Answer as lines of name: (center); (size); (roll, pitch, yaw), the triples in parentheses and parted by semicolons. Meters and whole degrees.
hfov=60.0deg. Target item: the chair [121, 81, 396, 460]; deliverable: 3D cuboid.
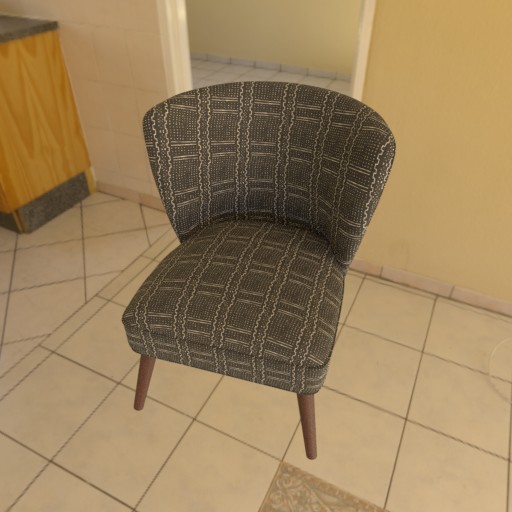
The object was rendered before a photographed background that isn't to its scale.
chair: (0.000, 0.000, 1.403); (0.710, 0.866, 0.758); (10, 40, 13)
